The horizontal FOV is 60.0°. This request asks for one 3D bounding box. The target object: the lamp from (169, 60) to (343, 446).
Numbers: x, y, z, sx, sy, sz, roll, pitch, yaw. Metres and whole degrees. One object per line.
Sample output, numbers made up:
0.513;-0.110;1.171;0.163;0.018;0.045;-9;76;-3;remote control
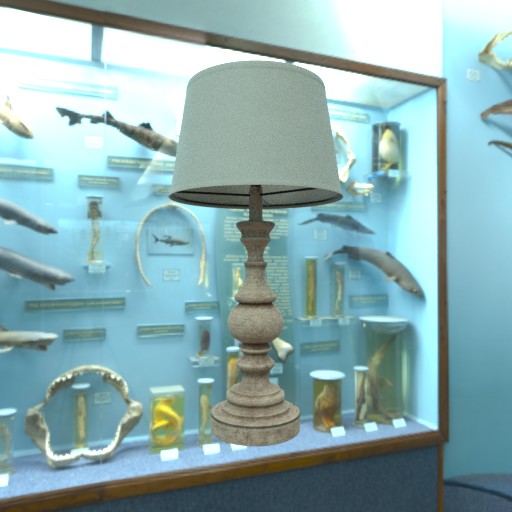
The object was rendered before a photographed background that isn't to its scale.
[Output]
0.000;0.000;0.877;0.340;0.678;0.340;0;-1;0;lamp
